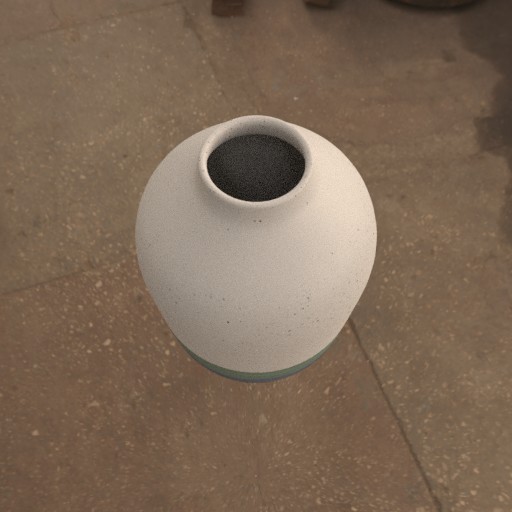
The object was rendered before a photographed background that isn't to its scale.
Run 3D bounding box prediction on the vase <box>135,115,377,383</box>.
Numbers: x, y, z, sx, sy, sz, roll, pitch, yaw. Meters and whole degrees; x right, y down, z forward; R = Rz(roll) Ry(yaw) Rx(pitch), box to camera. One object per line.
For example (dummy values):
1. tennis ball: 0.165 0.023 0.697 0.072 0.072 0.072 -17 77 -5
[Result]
1. vase: 0.000 0.000 0.349 0.169 0.240 0.169 0 64 0
